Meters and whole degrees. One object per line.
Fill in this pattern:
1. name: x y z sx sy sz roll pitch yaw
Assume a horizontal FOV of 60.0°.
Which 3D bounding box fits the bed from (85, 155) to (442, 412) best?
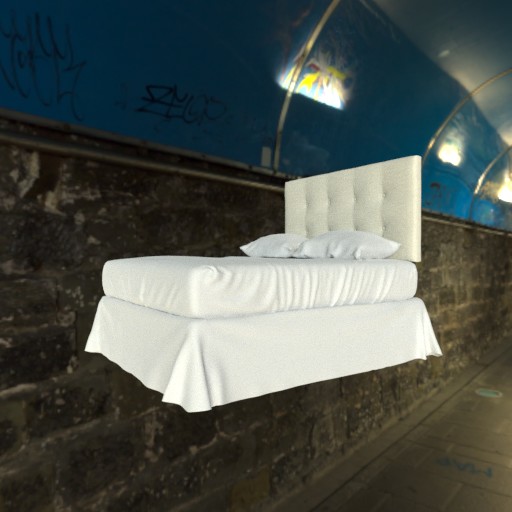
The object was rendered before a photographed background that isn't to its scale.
1. bed: 0.000 0.000 3.548 2.222 1.577 1.936 0 1 -35
